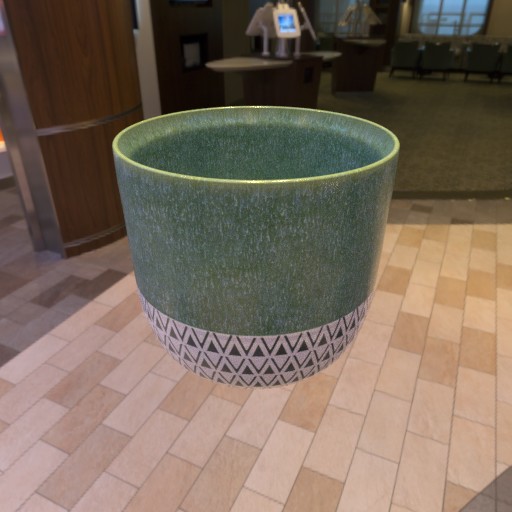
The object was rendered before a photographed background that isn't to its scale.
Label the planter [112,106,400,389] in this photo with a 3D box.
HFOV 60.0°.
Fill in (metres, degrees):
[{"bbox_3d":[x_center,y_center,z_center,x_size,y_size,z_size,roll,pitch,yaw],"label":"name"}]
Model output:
[{"bbox_3d":[0.000,0.000,0.491,0.266,0.270,0.266,0,30,0],"label":"planter"}]
